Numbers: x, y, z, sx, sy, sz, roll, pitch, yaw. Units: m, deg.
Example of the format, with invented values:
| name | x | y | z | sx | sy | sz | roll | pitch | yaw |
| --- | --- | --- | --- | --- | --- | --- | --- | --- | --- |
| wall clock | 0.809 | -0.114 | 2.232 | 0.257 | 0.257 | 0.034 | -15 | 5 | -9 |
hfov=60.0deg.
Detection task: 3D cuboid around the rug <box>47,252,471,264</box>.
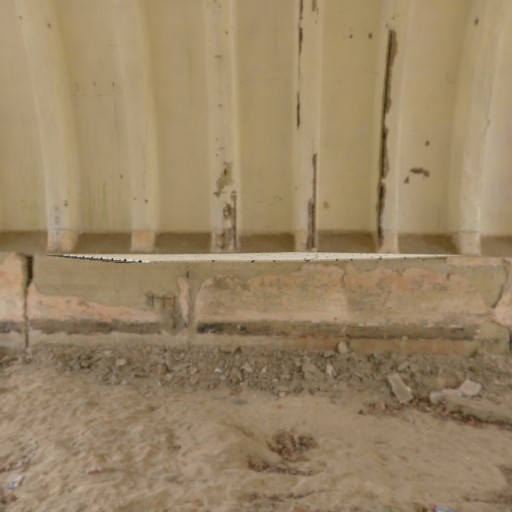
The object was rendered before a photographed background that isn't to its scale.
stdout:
| name | x | y | z | sx | sy | sz | roll | pitch | yaw |
| --- | --- | --- | --- | --- | --- | --- | --- | --- | --- |
| rug | 0.000 | 0.000 | 4.137 | 3.221 | 0.026 | 2.342 | -1 | 1 | -34 |
